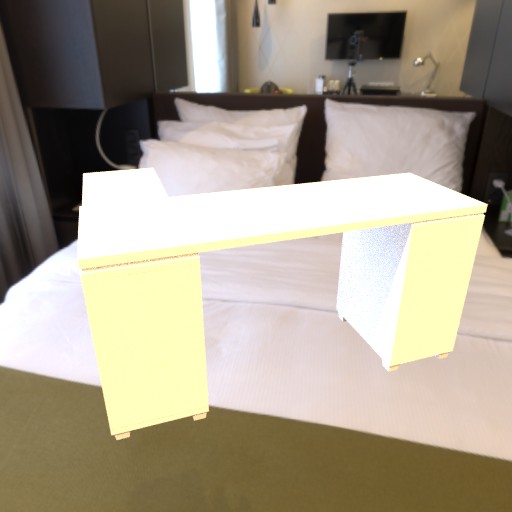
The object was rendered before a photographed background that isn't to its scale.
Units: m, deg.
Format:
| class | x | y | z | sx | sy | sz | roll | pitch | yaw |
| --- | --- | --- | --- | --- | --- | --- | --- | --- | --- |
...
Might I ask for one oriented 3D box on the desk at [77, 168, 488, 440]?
| class | x | y | z | sx | sy | sz | roll | pitch | yaw |
| --- | --- | --- | --- | --- | --- | --- | --- | --- | --- |
| desk | 0.000 | 0.000 | 2.205 | 1.524 | 0.759 | 1.199 | -8 | 27 | -17 |
